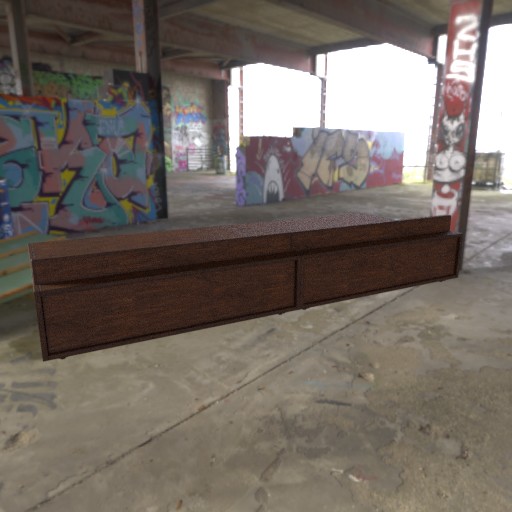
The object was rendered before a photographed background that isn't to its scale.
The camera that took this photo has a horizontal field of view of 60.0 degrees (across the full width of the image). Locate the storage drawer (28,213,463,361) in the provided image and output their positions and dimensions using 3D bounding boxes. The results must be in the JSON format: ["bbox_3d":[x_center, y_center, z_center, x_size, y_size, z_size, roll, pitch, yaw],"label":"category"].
[{"bbox_3d":[0.000,0.000,2.116,1.914,0.339,0.774,-7,16,-27],"label":"storage drawer"}]
